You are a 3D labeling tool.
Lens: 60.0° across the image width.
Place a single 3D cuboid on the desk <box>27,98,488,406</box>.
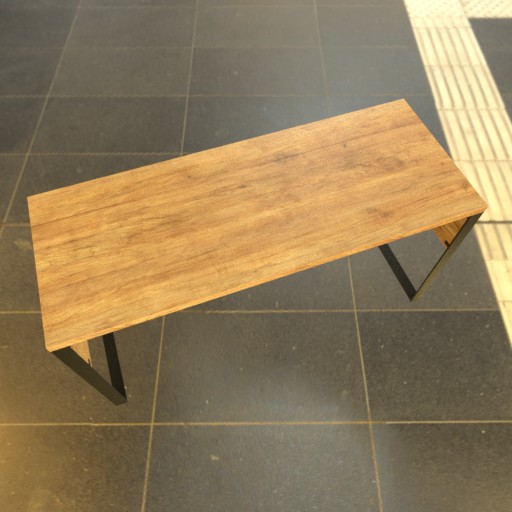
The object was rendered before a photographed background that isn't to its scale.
[{"bbox_3d":[0.000,0.000,1.896,1.520,0.760,0.600,-17,61,-10],"label":"desk"}]
